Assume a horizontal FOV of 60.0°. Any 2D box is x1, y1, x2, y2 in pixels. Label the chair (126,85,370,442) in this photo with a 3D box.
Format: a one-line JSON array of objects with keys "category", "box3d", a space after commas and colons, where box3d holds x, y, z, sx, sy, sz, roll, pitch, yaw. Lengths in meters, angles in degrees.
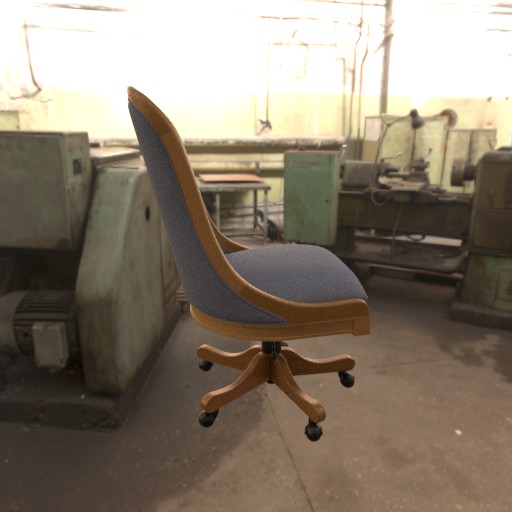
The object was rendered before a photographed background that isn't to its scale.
[{"category": "chair", "box3d": [0.000, 0.000, 1.459, 0.735, 1.031, 0.605, -3, 16, -9]}]
